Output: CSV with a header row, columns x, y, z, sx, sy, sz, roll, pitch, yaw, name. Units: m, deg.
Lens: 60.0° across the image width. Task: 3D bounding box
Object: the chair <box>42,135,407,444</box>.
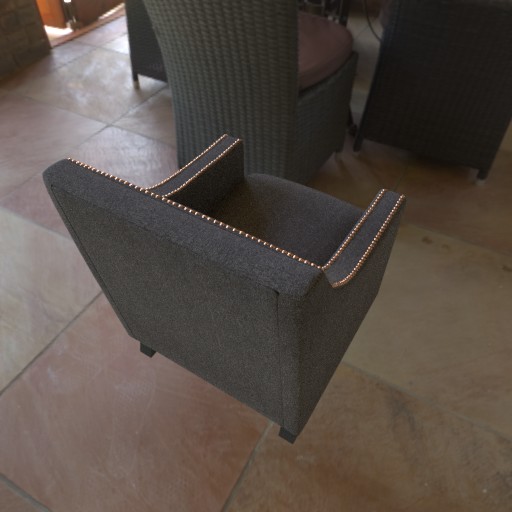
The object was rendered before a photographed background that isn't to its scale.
x,y,z,sx,sy,sz,roll,pitch,yaw,name
0.000,0.000,1.573,0.776,0.967,0.884,24,51,21,chair
